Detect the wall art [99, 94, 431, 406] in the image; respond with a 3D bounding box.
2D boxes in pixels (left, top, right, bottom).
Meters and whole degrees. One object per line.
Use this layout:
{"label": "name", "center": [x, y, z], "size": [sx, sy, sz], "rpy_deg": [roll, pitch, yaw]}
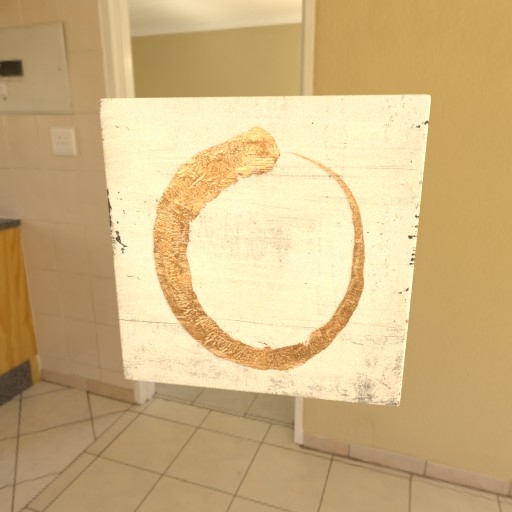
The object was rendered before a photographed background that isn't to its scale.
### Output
{"label": "wall art", "center": [0.000, 0.000, 0.904], "size": [0.610, 0.611, 0.040], "rpy_deg": [3, 16, 10]}
